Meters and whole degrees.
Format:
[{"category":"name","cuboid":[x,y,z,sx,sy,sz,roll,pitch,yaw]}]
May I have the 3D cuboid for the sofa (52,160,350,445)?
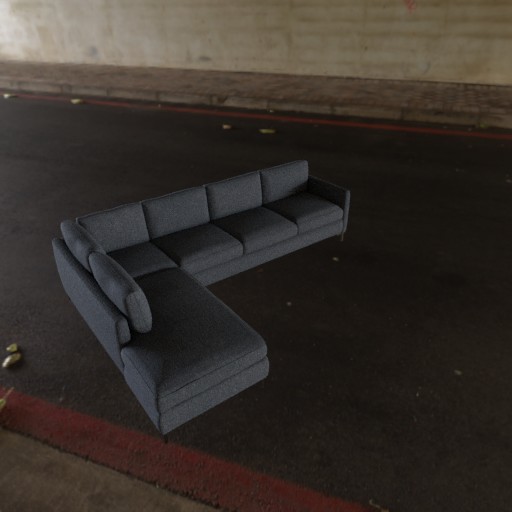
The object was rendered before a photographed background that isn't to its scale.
[{"category":"sofa","cuboid":[0.000,0.000,3.956,2.949,0.815,2.007,-21,36,-32]}]
